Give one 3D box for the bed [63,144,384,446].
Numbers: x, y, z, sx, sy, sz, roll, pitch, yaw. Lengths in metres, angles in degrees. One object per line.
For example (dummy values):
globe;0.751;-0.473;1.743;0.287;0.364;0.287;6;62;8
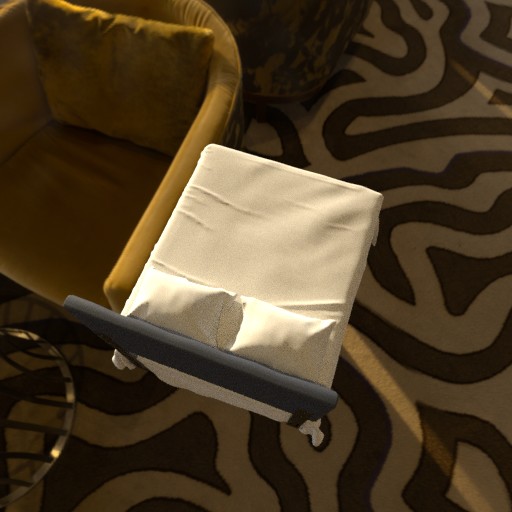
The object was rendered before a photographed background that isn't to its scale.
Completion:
bed;0.000;0.000;3.516;1.936;1.577;2.222;18;66;8
